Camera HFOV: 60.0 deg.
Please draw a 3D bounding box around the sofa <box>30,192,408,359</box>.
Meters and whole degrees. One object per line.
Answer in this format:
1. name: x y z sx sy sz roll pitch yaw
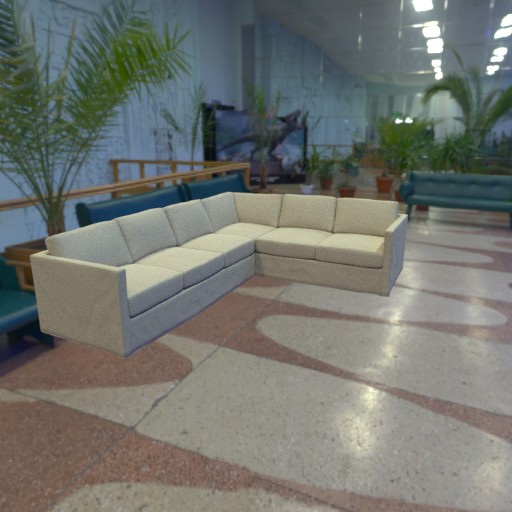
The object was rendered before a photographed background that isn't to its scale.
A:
1. sofa: 0.000 0.000 4.401 2.432 0.871 3.182 8 17 25
